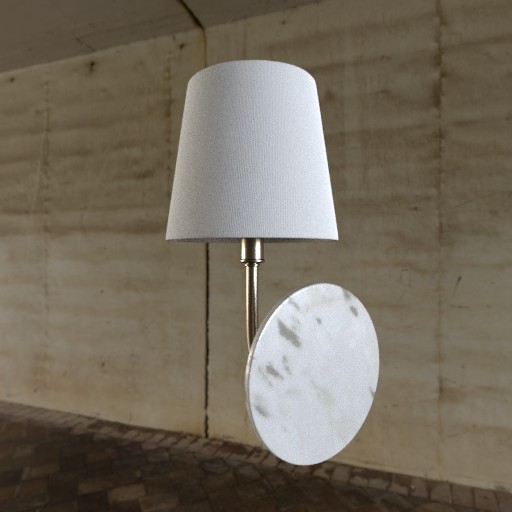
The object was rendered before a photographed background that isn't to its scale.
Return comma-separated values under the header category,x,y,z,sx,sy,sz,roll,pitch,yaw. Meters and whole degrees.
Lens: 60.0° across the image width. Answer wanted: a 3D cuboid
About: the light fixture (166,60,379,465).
category,x,y,z,sx,sy,sz,roll,pitch,yaw
light fixture,0.000,0.000,0.438,0.168,0.337,0.188,0,0,-35
